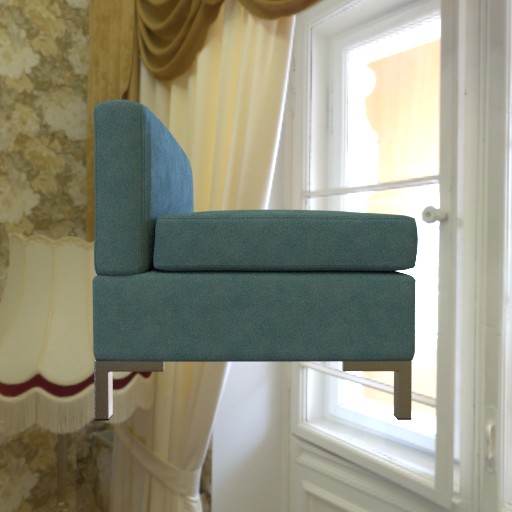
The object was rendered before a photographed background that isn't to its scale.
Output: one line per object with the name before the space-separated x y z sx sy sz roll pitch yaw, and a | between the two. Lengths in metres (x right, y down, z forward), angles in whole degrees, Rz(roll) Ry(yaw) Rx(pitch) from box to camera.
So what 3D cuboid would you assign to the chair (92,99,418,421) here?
chair | 0.000 0.000 1.220 0.685 0.660 0.684 0 1 0
